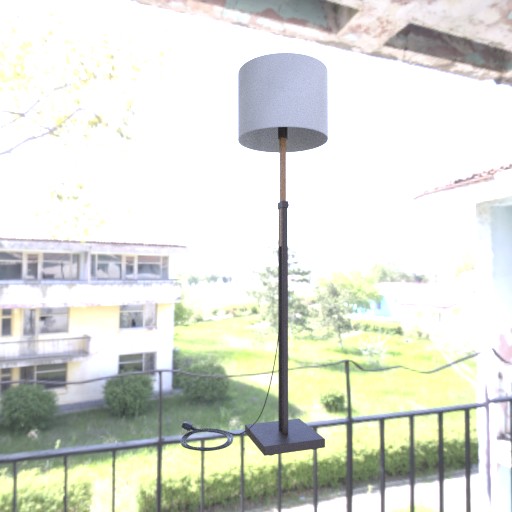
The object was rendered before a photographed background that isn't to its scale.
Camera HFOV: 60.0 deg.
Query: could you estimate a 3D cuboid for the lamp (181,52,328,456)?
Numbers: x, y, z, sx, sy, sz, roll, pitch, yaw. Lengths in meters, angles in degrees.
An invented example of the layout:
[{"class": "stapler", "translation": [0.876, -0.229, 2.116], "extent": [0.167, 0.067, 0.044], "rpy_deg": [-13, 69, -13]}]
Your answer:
[{"class": "lamp", "translation": [0.000, 0.000, 1.983], "extent": [0.639, 1.650, 0.474], "rpy_deg": [1, -2, -18]}]
